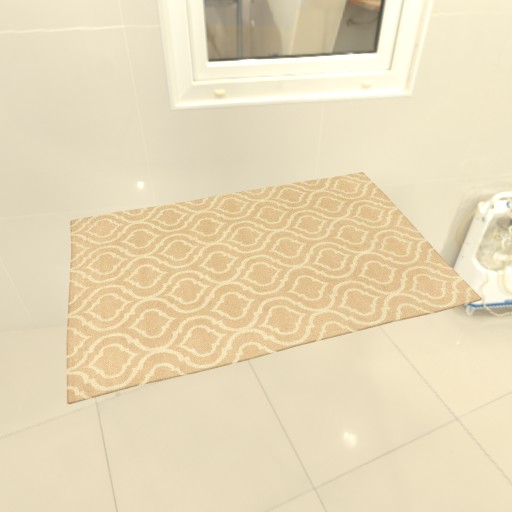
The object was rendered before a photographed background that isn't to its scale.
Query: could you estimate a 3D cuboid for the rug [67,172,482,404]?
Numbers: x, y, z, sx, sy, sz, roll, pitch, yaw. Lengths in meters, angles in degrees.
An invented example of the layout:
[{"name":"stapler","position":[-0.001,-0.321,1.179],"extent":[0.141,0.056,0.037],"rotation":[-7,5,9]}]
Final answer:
[{"name":"rug","position":[0.000,0.000,2.174],"extent":[1.761,0.013,1.152],"rotation":[-11,42,-13]}]
